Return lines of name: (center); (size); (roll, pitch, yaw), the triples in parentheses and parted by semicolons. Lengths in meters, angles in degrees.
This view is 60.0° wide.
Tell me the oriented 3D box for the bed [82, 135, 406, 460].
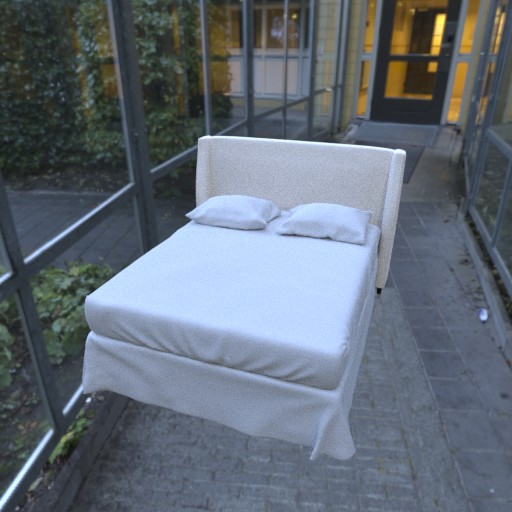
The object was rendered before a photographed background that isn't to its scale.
bed: (0.000, 0.000, 3.387); (1.925, 1.332, 2.276); (9, 27, 18)
